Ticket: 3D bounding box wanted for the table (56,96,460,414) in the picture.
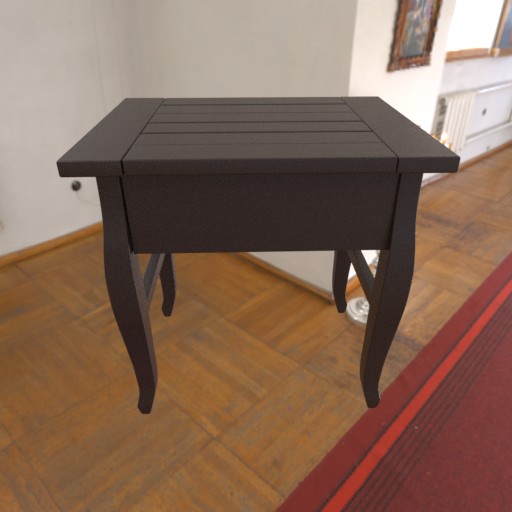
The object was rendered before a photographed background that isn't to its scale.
[{"bbox_3d":[0.000,0.000,1.007,0.602,0.605,0.460,-1,31,-2],"label":"table"}]
